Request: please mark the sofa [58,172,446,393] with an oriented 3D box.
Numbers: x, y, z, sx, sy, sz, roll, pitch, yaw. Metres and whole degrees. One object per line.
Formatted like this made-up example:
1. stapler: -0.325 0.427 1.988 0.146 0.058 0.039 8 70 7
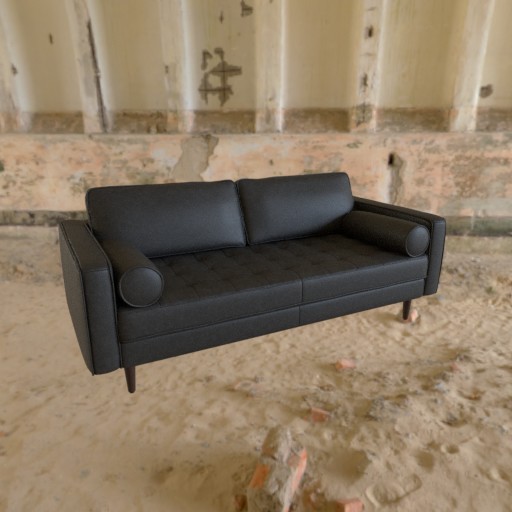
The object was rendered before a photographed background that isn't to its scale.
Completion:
1. sofa: 0.000 0.000 2.373 1.879 0.770 0.921 -9 19 -26
